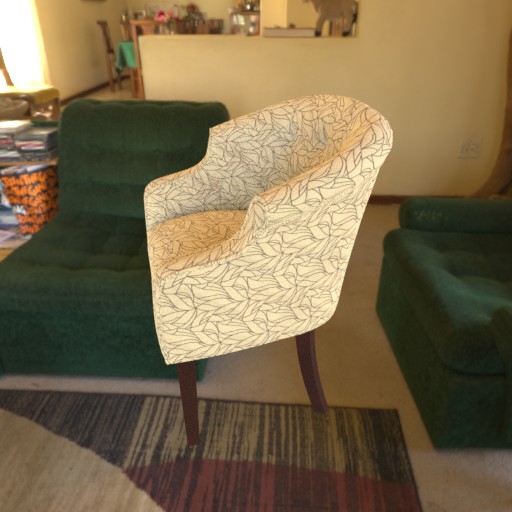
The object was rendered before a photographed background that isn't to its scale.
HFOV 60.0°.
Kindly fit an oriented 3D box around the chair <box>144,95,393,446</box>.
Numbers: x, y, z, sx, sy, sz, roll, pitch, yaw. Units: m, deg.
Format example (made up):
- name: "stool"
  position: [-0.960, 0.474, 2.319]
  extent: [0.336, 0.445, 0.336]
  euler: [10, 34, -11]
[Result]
- name: "chair"
  position: [0.000, 0.000, 1.301]
  extent: [0.613, 0.858, 0.686]
  euler: [-7, 30, -13]
